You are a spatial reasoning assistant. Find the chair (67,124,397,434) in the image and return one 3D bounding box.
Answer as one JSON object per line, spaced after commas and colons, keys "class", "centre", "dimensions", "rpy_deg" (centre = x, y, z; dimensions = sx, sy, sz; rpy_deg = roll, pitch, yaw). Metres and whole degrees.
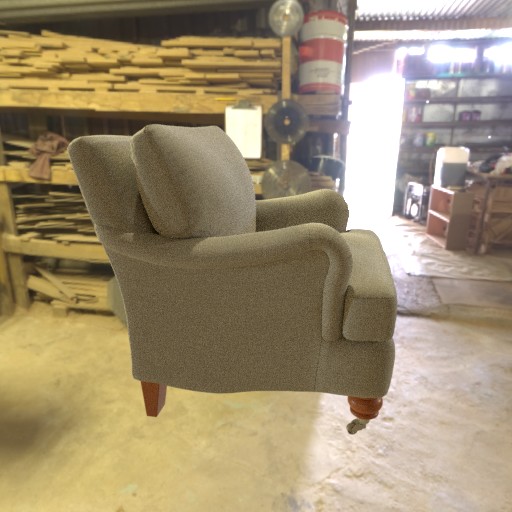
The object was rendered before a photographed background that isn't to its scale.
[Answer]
{"class": "chair", "centre": [0.000, 0.000, 1.833], "dimensions": [1.070, 1.038, 0.955], "rpy_deg": [3, 16, 10]}
